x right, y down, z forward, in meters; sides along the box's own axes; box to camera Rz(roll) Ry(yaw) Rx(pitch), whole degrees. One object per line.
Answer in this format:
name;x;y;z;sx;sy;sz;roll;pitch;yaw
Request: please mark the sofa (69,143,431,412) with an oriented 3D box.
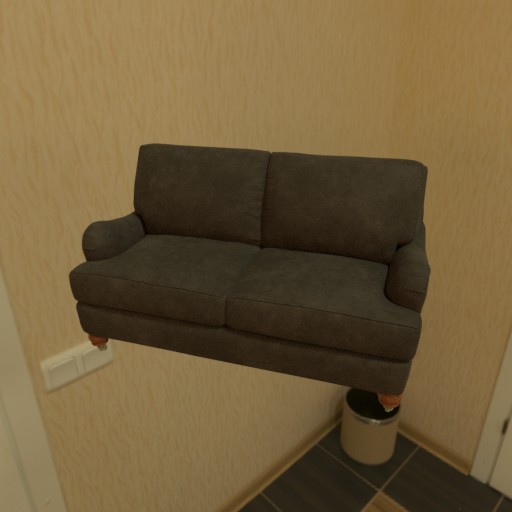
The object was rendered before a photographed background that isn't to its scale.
sofa;0.000;0.000;2.568;1.853;1.101;1.084;7;26;16
